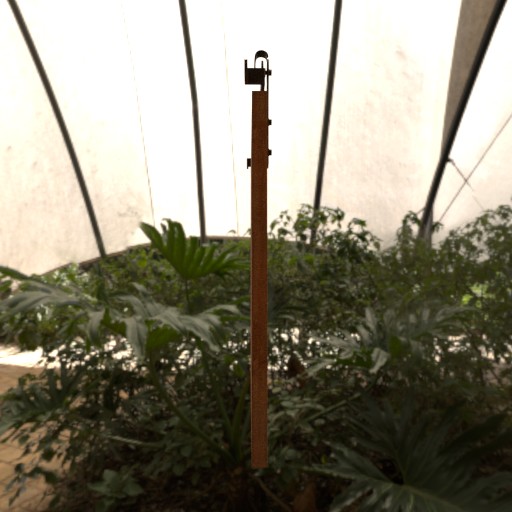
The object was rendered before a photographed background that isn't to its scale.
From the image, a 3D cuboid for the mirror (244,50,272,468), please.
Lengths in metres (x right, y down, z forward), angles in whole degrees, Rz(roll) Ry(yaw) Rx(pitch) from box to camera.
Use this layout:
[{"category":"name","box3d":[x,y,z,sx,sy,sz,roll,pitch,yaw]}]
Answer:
[{"category":"mirror","box3d":[0.000,0.000,1.177,0.054,0.800,0.805,0,-1,-1]}]
